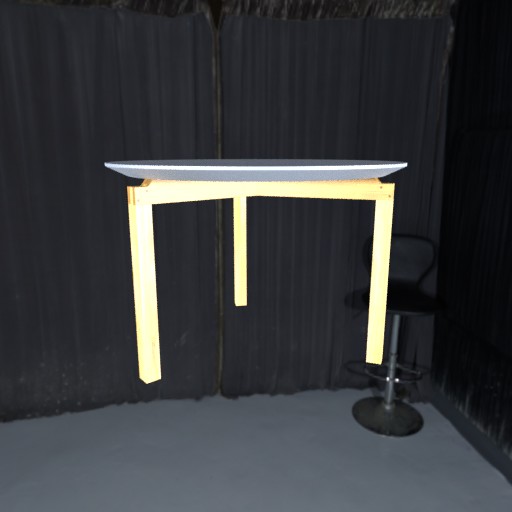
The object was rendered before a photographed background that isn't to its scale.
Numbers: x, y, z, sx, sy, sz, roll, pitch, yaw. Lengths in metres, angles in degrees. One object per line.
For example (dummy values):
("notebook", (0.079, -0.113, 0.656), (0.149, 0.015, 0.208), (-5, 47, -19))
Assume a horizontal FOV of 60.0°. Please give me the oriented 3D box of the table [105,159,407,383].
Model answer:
("table", (0.000, 0.000, 0.973), (0.600, 0.405, 0.600), (0, 13, 0))
